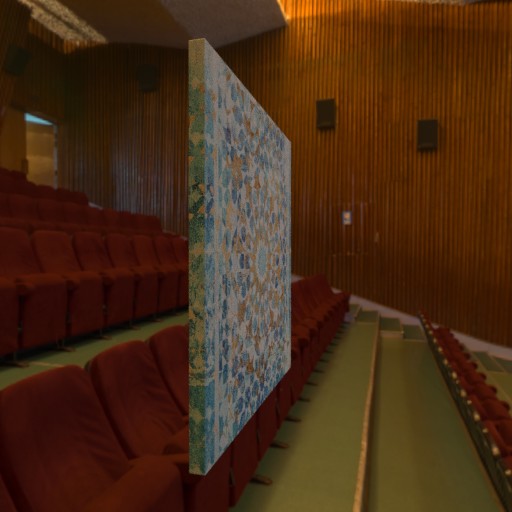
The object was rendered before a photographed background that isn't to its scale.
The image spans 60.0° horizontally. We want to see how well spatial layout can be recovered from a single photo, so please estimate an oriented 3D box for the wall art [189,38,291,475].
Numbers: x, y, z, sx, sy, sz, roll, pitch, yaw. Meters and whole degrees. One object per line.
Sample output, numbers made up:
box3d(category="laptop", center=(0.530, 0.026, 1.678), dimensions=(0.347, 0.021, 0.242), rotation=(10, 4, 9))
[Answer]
box3d(category="wall art", center=(0.000, 0.000, 1.372), dimensions=(0.040, 0.916, 0.916), rotation=(0, 1, 16))
